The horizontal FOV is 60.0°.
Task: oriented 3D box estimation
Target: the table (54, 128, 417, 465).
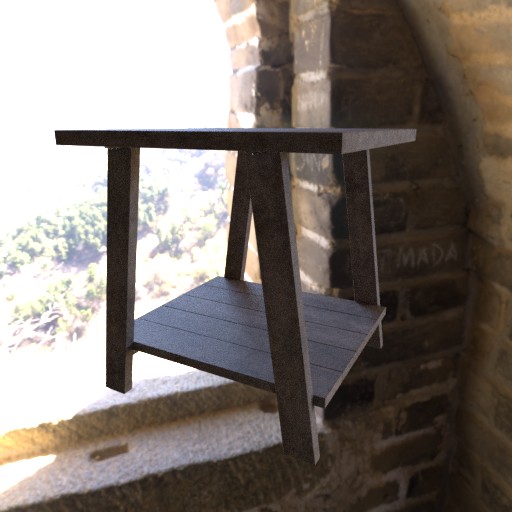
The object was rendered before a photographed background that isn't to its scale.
[{"bbox_3d":[0.000,0.000,1.109,0.610,0.610,0.610,9,19,27],"label":"table"}]
